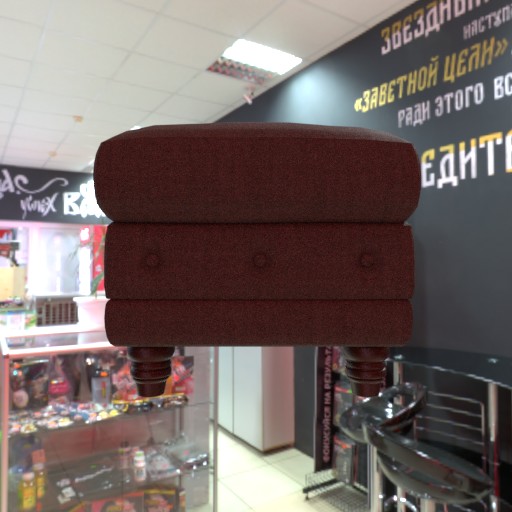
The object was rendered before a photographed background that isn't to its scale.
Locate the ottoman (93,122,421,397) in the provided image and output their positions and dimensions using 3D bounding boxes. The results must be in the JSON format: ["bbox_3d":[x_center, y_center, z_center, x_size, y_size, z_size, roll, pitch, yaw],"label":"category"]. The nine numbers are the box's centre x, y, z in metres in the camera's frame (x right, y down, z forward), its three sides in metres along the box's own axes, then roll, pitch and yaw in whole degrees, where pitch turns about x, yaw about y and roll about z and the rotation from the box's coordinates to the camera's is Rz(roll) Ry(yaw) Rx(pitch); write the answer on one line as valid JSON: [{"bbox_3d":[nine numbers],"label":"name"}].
[{"bbox_3d":[0.000,0.000,1.175,0.599,0.555,0.809,0,-1,0],"label":"ottoman"}]
